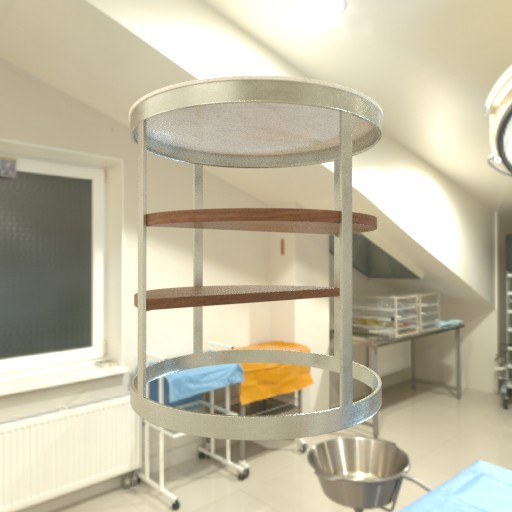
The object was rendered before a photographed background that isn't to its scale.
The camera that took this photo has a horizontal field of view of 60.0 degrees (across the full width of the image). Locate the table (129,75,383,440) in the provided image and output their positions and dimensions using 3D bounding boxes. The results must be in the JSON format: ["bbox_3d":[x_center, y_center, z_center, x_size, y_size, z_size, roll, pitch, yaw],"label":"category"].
[{"bbox_3d":[0.000,0.000,0.737,0.407,0.447,0.407,0,0,0],"label":"table"}]
